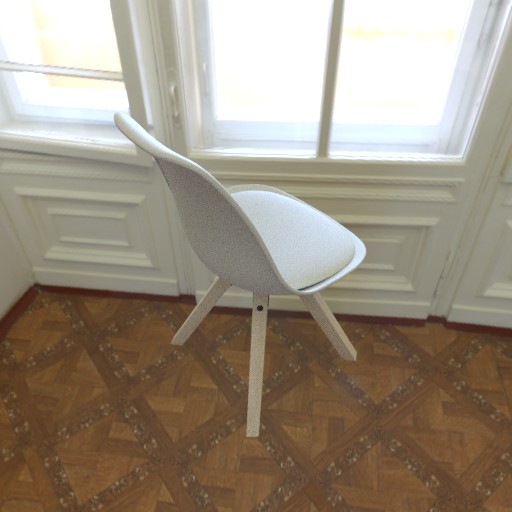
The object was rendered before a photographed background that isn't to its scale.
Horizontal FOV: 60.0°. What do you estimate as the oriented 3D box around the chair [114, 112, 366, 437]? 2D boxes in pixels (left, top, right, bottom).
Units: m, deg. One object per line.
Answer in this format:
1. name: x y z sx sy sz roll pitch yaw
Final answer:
1. chair: 0.000 0.000 1.183 0.550 0.850 0.485 -28 48 -28
